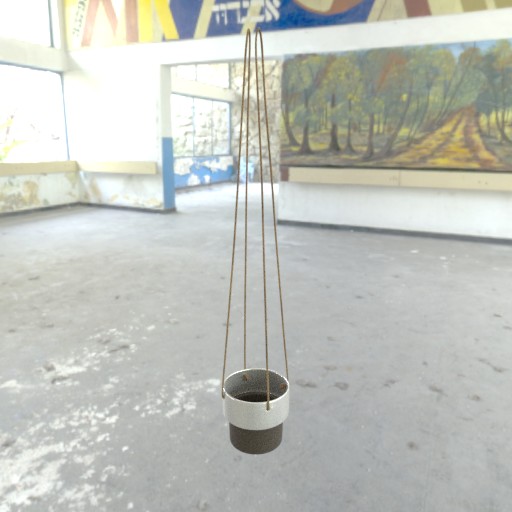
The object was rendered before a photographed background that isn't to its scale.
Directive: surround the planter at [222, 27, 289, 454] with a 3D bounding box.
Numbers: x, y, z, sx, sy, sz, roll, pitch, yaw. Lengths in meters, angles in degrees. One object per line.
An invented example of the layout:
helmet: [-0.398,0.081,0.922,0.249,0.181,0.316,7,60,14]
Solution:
planter: [0.000,0.000,1.141,0.187,1.073,0.187,7,16,24]
